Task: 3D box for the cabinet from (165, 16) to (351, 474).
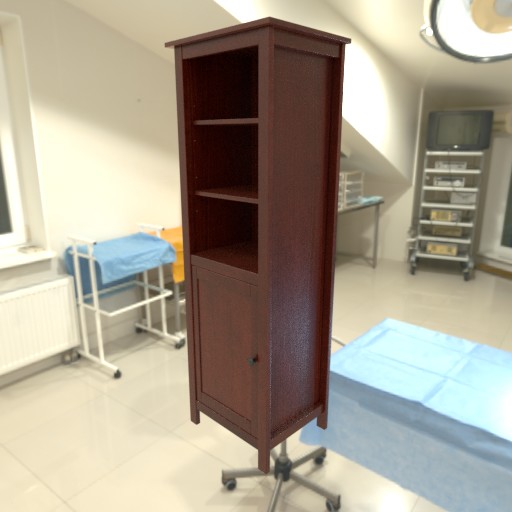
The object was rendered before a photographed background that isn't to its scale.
[{"bbox_3d":[0.000,0.000,1.706,0.500,1.518,0.401,14,21,43],"label":"cabinet"}]
